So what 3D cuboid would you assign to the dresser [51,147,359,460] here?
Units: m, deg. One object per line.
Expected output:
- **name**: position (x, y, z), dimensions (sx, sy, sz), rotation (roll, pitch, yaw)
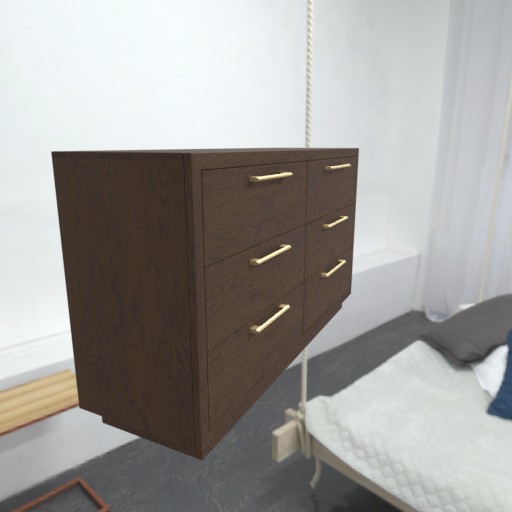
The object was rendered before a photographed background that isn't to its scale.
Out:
- **dresser**: position (0.000, 0.000, 1.896), dimensions (0.512, 0.889, 1.523), rotation (7, 16, 26)
